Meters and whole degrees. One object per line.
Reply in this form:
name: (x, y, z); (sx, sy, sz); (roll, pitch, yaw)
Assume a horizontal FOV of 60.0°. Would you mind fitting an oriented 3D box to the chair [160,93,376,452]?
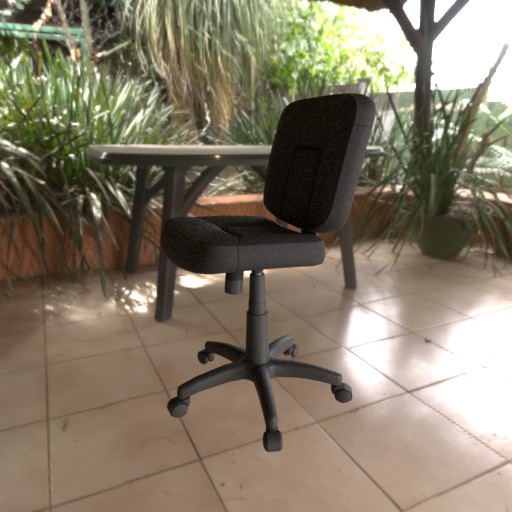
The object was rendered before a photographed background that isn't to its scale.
chair: (0.000, 0.000, 1.388); (0.610, 0.972, 0.610); (-8, 17, -25)
